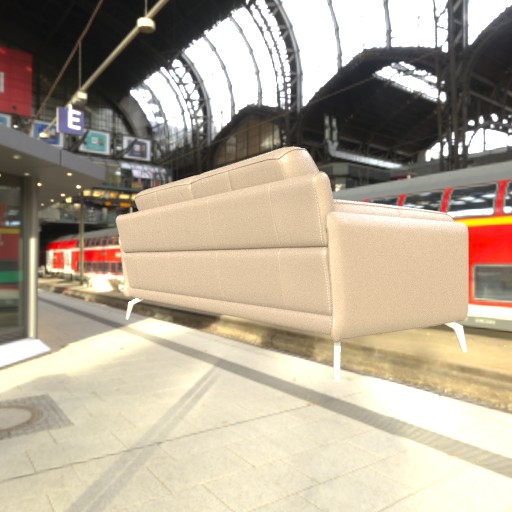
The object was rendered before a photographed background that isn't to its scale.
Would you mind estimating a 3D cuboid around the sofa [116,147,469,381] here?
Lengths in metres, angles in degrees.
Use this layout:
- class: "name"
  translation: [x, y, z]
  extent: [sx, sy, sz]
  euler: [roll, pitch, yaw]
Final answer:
- class: "sofa"
  translation: [0.000, 0.000, 2.616]
  extent: [1.049, 0.930, 2.101]
  euler: [0, 0, -37]
